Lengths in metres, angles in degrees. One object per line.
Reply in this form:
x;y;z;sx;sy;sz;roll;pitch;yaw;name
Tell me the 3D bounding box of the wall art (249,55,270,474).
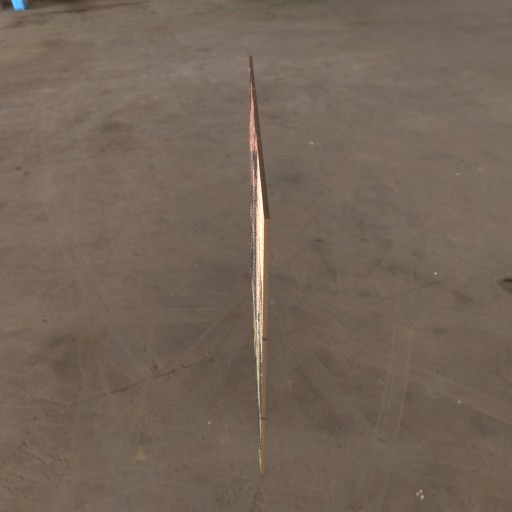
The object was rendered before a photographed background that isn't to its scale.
0.000;0.000;1.817;0.013;1.216;1.216;-1;40;-2;wall art
